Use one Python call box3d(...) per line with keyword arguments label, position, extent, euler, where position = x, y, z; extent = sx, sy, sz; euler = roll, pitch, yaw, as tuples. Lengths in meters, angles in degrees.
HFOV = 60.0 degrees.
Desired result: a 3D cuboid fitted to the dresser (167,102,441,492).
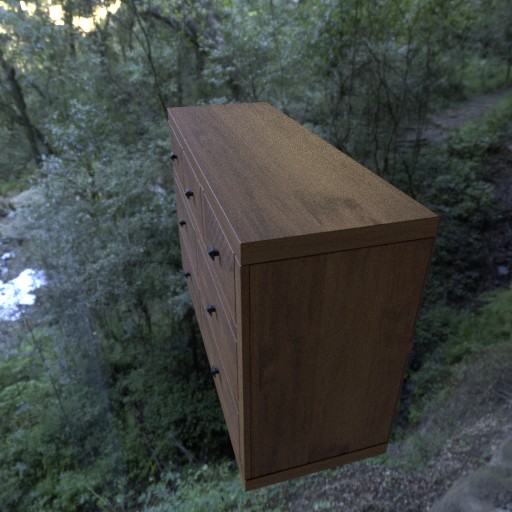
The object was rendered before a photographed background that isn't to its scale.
box3d(label="dresser", position=(0.000, 0.000, 1.625), extent=(0.479, 0.825, 1.261), euler=(-8, 31, -14))
